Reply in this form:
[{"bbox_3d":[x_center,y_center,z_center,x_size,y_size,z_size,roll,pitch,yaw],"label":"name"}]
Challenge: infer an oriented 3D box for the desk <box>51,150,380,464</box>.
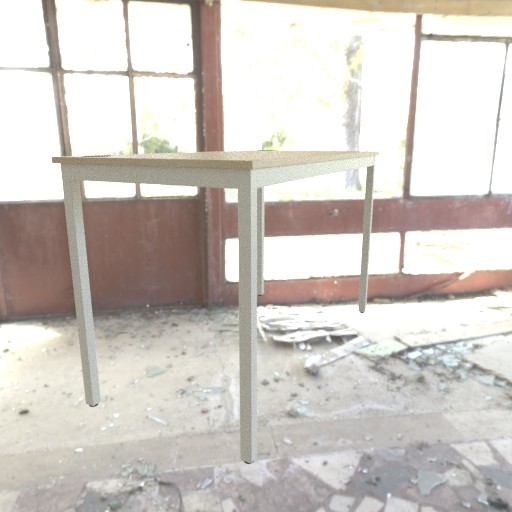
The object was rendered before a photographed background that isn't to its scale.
[{"bbox_3d":[0.000,0.000,1.647,0.600,0.750,1.200,7,16,26],"label":"desk"}]
